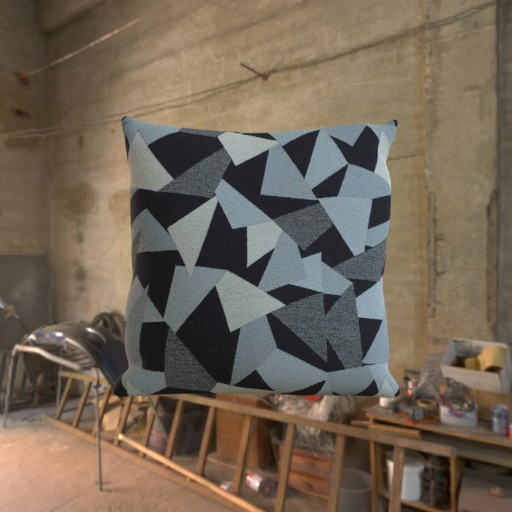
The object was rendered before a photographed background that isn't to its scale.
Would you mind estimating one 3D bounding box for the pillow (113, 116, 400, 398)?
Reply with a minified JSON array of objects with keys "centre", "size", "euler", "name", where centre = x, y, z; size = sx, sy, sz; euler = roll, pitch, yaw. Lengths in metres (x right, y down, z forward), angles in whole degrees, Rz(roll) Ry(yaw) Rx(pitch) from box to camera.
[{"centre":[0.000,0.000,0.775],"size":[0.503,0.496,0.208],"euler":[0,0,1],"name":"pillow"}]
